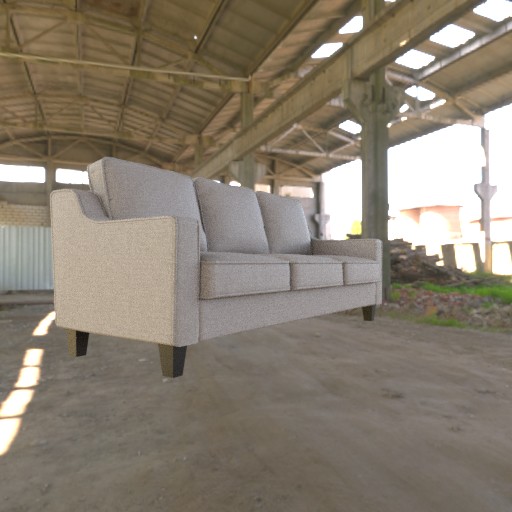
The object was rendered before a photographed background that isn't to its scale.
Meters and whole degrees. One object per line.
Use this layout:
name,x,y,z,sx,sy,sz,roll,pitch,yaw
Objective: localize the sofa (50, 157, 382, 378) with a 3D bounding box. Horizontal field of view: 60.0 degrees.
sofa,0.000,0.000,2.710,0.899,0.950,2.129,-1,-1,36
